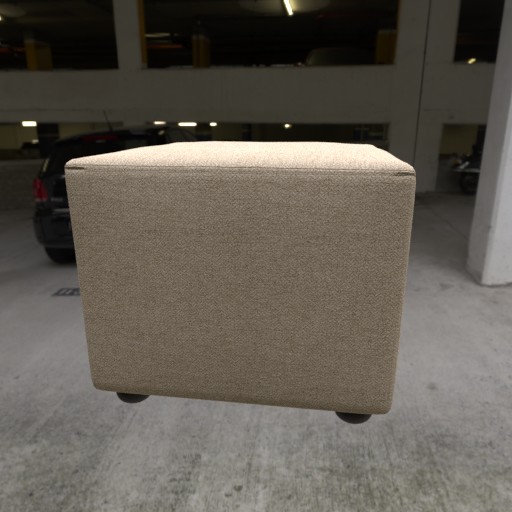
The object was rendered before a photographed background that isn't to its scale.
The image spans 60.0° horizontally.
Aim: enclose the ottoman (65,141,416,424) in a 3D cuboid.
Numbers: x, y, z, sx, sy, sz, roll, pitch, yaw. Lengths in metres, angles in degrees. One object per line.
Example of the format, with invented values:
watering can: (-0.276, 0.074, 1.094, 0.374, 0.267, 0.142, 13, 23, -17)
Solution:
ottoman: (0.000, 0.000, 0.887, 0.508, 0.432, 0.508, 2, 17, 8)
